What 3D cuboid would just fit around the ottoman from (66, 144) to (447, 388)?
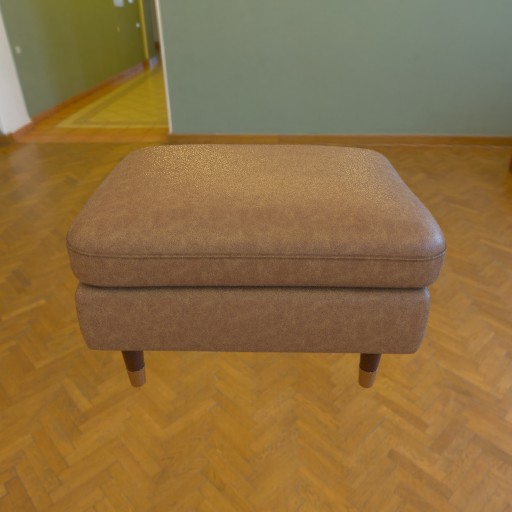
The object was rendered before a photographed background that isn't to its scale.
[{"bbox_3d":[0.000,0.000,1.126,0.747,0.478,0.593,0,30,0],"label":"ottoman"}]
